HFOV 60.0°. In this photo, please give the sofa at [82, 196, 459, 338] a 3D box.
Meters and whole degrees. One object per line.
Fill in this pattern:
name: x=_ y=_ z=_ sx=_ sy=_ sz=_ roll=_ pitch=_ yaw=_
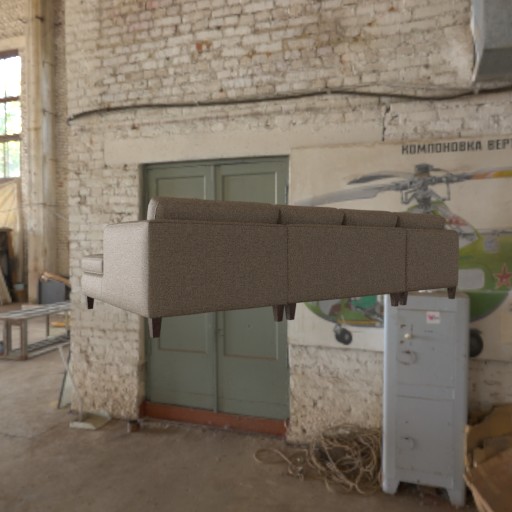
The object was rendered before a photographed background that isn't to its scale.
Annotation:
sofa: x=0.000 y=0.000 z=4.618 sx=3.403 sy=0.889 sz=2.551 roll=-1 pitch=2 yaw=-35
